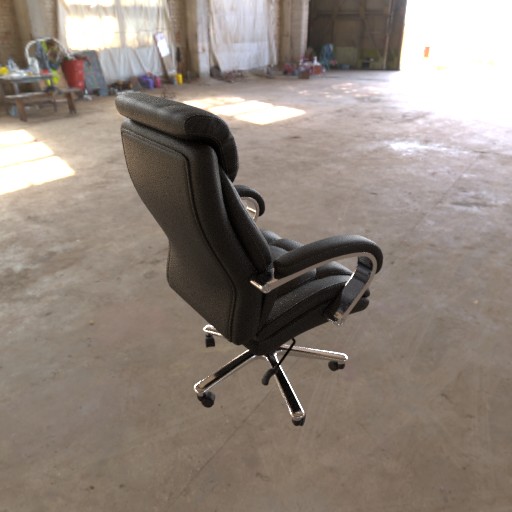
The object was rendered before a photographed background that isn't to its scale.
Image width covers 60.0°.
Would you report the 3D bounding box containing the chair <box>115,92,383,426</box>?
[{"bbox_3d":[0.000,0.000,1.678,0.790,1.183,0.755,-18,32,-32],"label":"chair"}]
